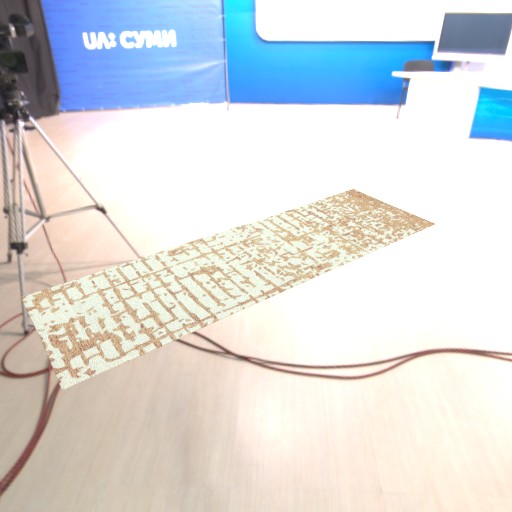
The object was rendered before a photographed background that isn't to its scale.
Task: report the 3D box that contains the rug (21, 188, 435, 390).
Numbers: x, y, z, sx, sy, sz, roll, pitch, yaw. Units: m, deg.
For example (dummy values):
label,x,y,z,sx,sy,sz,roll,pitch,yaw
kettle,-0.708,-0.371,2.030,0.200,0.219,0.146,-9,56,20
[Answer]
label,x,y,z,sx,sy,sz,roll,pitch,yaw
rug,0.000,0.000,2.618,2.435,0.011,0.750,-21,37,-30
